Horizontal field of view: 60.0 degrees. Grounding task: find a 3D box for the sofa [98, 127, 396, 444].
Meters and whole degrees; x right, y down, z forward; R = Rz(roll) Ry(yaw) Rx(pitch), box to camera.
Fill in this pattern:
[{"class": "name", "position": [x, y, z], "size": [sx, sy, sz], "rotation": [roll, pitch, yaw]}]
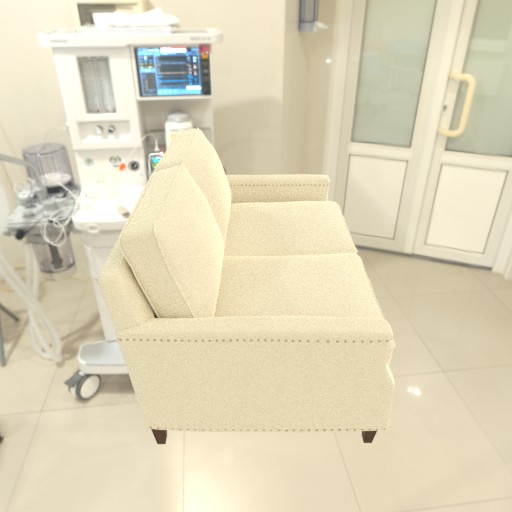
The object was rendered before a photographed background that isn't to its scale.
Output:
[{"class": "sofa", "position": [0.000, 0.000, 2.280], "size": [1.084, 1.003, 1.597], "rotation": [0, 31, 0]}]
